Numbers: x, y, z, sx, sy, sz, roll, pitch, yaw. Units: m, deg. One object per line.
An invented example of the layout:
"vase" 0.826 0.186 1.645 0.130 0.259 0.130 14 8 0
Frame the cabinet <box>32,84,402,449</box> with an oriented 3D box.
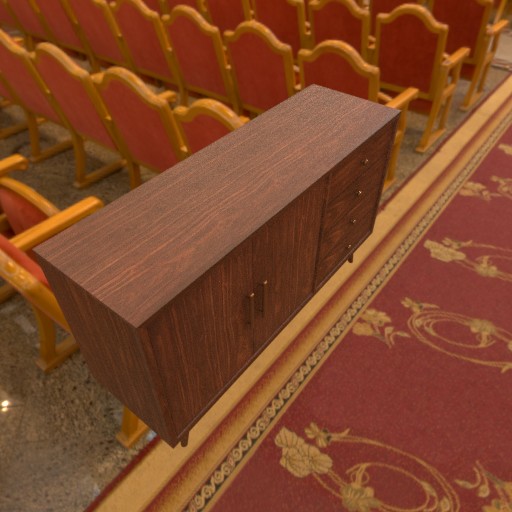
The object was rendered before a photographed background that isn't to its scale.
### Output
"cabinet" 0.000 0.000 2.017 0.505 0.940 1.575 29 51 27
